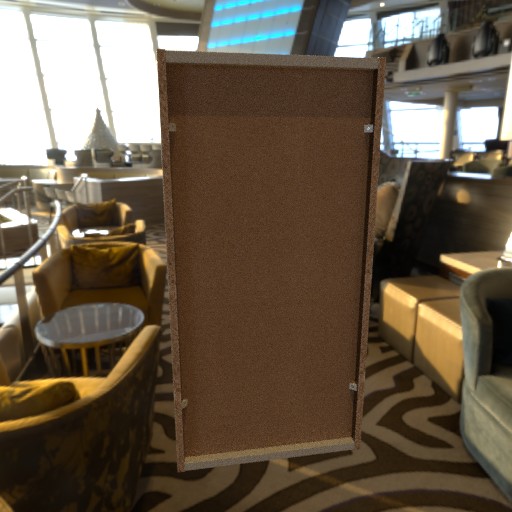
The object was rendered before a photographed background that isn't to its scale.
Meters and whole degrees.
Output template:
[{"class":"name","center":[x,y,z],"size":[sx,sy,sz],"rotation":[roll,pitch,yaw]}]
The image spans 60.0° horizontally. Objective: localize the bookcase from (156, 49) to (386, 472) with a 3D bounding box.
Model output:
[{"class":"bookcase","center":[0.000,0.000,0.771],"size":[0.300,0.600,0.290],"rotation":[-3,14,-10]}]
